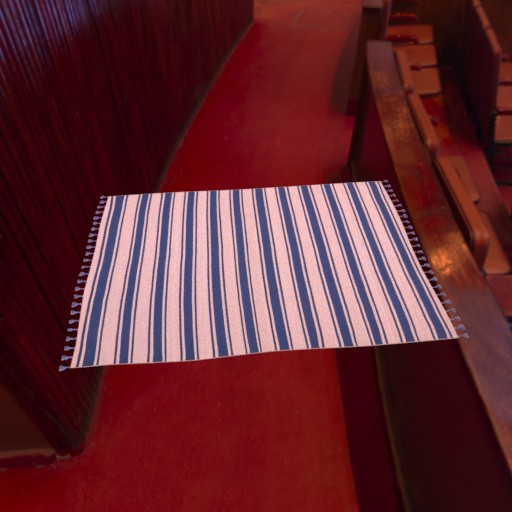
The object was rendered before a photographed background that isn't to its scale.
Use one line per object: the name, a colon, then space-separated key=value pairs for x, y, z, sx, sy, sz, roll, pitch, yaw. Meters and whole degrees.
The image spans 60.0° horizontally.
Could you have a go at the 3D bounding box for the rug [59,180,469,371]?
rug: x=0.000 y=0.000 z=2.991 sx=2.315 sy=0.010 sz=1.544 roll=-4 pitch=45 yaw=-4
